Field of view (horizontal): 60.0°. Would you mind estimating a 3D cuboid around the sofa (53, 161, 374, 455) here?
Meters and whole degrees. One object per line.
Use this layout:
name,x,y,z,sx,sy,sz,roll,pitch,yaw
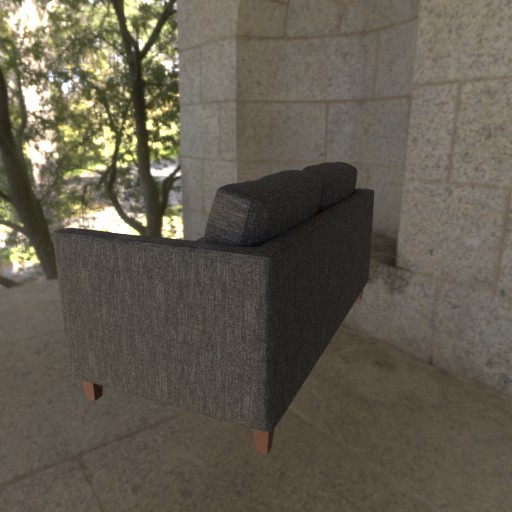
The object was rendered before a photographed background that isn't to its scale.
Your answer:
sofa,0.000,0.000,2.413,0.950,0.963,1.884,7,17,23
